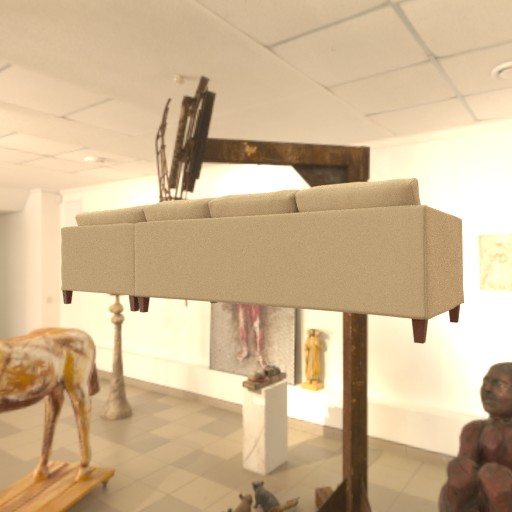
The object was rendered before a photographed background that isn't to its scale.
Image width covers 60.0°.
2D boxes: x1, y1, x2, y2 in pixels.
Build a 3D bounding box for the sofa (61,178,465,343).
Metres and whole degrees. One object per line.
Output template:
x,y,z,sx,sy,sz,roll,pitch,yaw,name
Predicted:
0.000,0.000,3.723,3.186,0.861,1.625,0,0,35,sofa
